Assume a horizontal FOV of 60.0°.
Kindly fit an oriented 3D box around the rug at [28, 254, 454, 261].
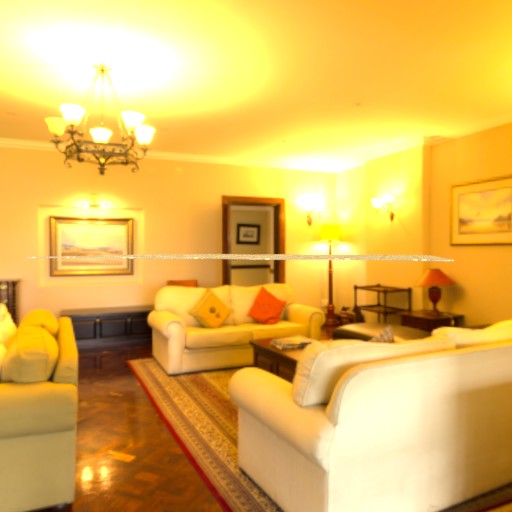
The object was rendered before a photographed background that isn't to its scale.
[{"bbox_3d":[0.000,0.000,2.800,2.135,0.013,1.524,0,1,17],"label":"rug"}]
